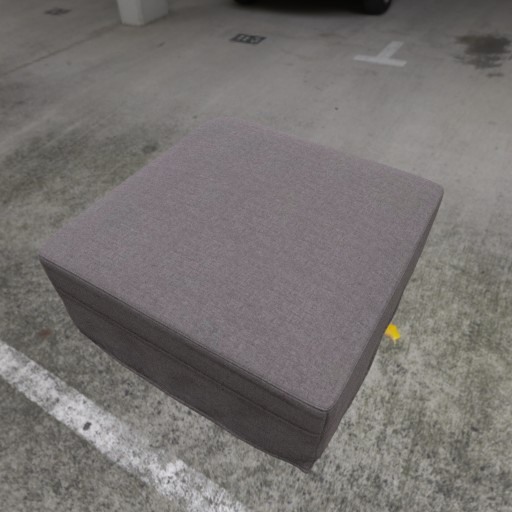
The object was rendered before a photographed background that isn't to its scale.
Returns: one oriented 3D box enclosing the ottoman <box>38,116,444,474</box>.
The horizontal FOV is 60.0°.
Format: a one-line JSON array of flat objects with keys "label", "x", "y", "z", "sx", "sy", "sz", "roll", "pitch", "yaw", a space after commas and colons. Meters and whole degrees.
[{"label": "ottoman", "x": 0.000, "y": 0.000, "z": 1.326, "sx": 0.840, "sy": 0.436, "sz": 0.843, "roll": 24, "pitch": 50, "yaw": 21}]
